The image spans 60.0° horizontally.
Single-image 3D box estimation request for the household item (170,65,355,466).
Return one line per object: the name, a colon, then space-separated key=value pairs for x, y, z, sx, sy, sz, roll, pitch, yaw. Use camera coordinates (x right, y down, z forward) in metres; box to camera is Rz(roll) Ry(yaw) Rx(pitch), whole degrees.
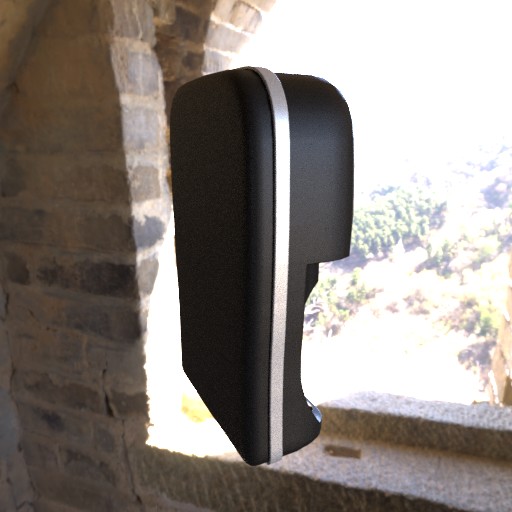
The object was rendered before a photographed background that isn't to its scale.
household item: x=0.000 y=0.000 z=0.150 sx=0.038 sy=0.114 sz=0.070 roll=-8 pitch=17 yaw=-26
